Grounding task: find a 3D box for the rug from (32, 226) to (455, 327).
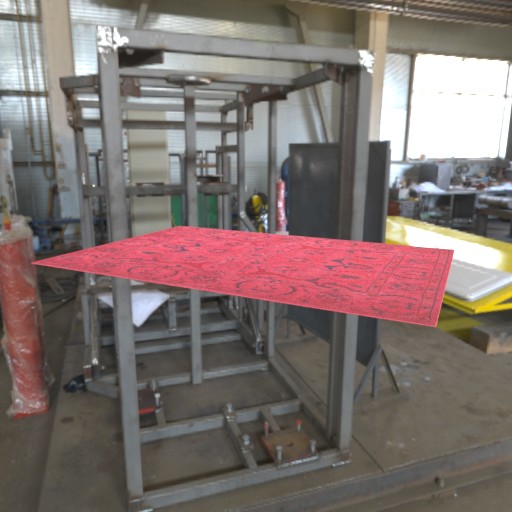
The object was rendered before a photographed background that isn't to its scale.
[{"bbox_3d":[0.000,0.000,2.269,1.814,0.008,1.209,6,15,25],"label":"rug"}]
